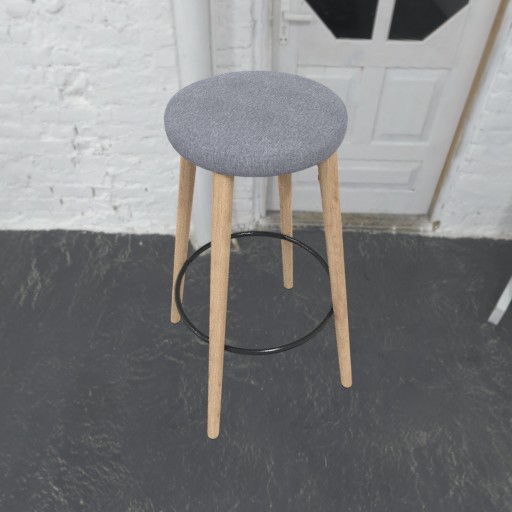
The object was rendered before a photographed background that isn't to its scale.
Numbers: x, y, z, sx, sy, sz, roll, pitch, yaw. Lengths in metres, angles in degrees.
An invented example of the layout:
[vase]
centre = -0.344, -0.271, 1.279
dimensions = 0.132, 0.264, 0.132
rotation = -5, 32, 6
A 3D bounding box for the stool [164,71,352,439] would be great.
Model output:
[stool]
centre = 0.000, 0.000, 1.022
dimensions = 0.410, 0.770, 0.410
rotation = -15, 46, -15
